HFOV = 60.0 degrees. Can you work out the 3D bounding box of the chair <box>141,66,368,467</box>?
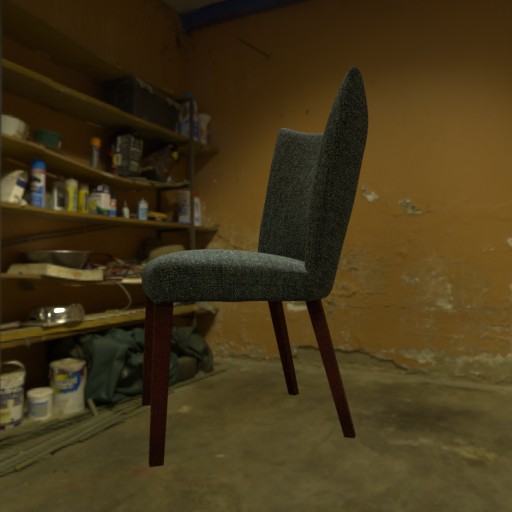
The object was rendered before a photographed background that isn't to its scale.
[{"bbox_3d":[0.000,0.000,1.274,0.623,0.924,0.535,0,-2,-16],"label":"chair"}]
